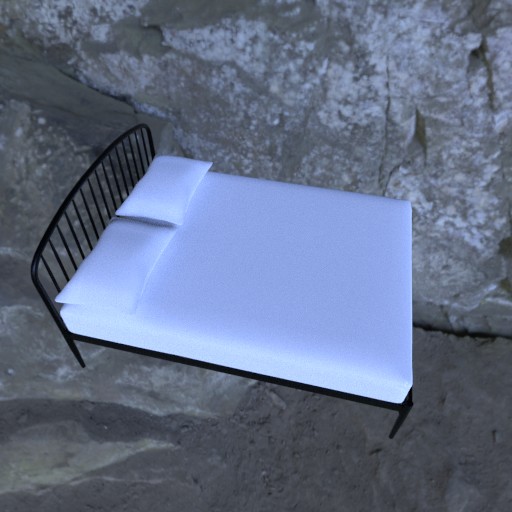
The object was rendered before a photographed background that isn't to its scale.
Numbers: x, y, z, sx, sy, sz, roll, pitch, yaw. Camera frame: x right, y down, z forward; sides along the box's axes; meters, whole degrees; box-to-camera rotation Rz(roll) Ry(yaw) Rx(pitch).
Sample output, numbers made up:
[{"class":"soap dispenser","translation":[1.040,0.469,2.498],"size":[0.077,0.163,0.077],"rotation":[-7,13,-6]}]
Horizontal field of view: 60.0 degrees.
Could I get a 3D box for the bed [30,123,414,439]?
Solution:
[{"class":"bed","translation":[0.000,0.000,3.055],"size":[2.159,1.166,1.618],"rotation":[10,47,9]}]
